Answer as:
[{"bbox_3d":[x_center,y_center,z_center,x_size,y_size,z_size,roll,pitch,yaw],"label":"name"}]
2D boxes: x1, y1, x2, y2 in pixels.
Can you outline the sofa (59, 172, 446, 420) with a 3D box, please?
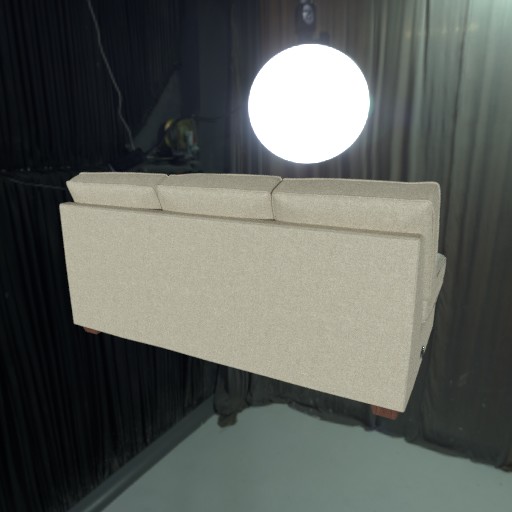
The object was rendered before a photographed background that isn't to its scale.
[{"bbox_3d":[0.000,0.000,2.522,1.962,0.973,1.027,8,16,27],"label":"sofa"}]
